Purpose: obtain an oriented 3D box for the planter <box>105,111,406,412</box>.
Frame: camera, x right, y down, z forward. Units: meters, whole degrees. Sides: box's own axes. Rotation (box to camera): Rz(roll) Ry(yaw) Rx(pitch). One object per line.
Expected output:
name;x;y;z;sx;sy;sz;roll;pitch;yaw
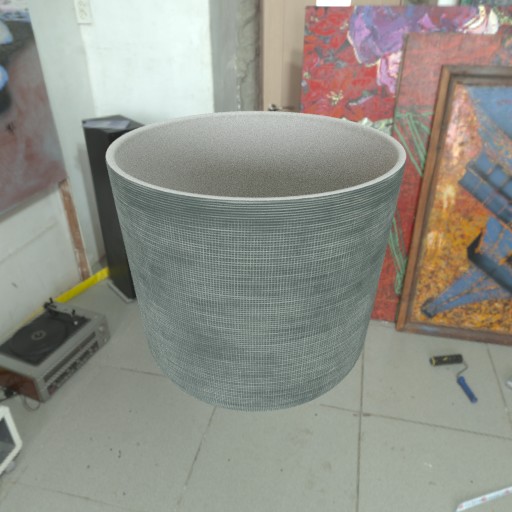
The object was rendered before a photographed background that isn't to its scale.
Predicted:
planter;0.000;0.000;0.774;0.440;0.398;0.440;0;30;0
